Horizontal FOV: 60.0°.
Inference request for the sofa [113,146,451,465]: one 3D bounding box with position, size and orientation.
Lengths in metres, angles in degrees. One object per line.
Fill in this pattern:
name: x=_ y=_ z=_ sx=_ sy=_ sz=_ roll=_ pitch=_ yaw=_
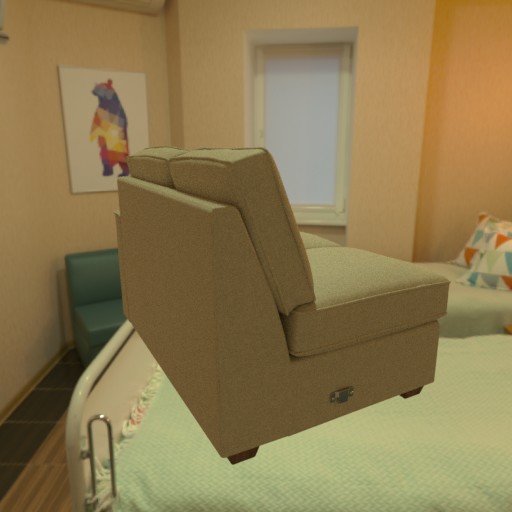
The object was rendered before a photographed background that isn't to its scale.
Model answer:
sofa: x=0.000 y=0.000 z=2.033 sx=0.991 sy=0.989 sz=1.388 roll=-8 pitch=16 yaw=-27
